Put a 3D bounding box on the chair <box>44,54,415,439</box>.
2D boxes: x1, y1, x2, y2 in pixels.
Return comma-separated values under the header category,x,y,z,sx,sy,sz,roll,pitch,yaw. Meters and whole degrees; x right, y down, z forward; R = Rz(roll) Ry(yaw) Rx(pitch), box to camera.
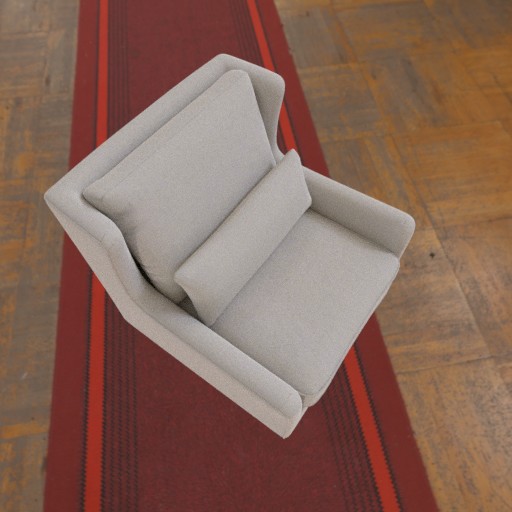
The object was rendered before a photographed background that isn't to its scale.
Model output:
category,x,y,z,sx,sy,sz,roll,pitch,yaw
chair,0.000,0.000,1.859,1.040,1.056,0.982,31,63,18
